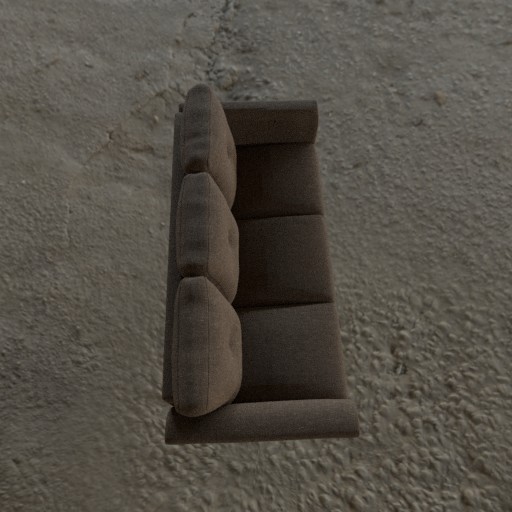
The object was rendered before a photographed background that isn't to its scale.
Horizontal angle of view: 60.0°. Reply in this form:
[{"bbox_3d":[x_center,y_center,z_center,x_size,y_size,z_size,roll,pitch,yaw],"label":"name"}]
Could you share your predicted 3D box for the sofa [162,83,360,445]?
[{"bbox_3d":[0.000,0.000,2.374,0.837,0.891,1.847,-2,65,-1],"label":"sofa"}]
